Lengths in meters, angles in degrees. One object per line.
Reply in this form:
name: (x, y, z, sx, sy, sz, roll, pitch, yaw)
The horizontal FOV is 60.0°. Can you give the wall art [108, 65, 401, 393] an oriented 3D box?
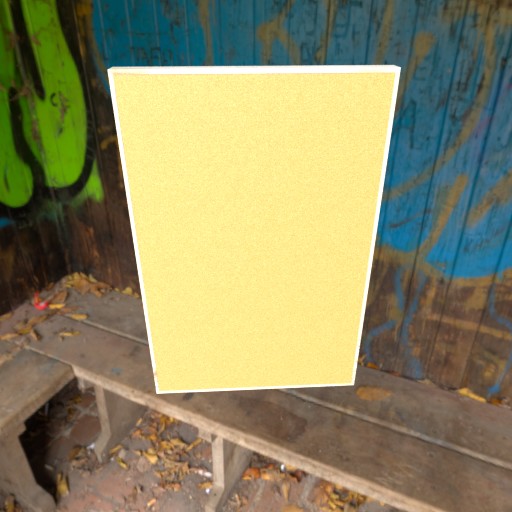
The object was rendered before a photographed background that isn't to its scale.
wall art: (0.000, 0.000, 0.969, 0.508, 0.764, 0.038, -2, 29, -3)
